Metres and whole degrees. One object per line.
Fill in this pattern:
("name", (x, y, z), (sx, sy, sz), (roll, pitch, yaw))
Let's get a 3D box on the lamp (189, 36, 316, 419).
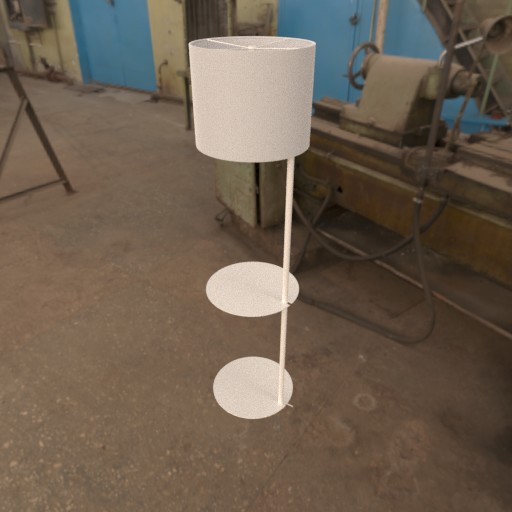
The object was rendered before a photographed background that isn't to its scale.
("lamp", (0.000, 0.000, 1.682), (0.405, 1.465, 0.372), (22, 38, 32))
